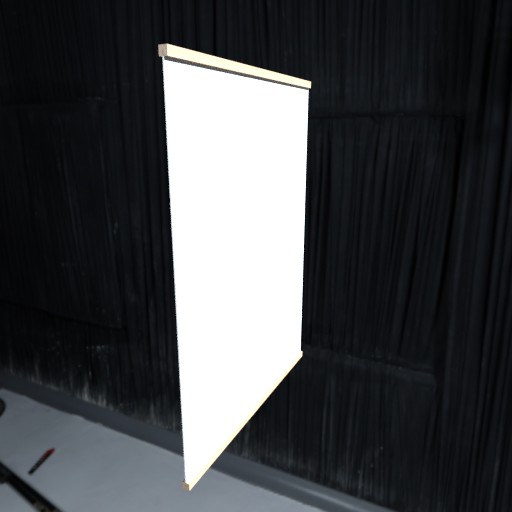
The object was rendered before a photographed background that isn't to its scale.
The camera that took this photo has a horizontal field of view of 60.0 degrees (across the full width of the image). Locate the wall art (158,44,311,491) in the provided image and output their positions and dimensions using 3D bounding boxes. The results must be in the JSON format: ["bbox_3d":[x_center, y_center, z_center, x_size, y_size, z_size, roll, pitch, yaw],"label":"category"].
[{"bbox_3d":[0.000,0.000,0.774,0.012,0.608,0.459,8,18,26],"label":"wall art"}]
